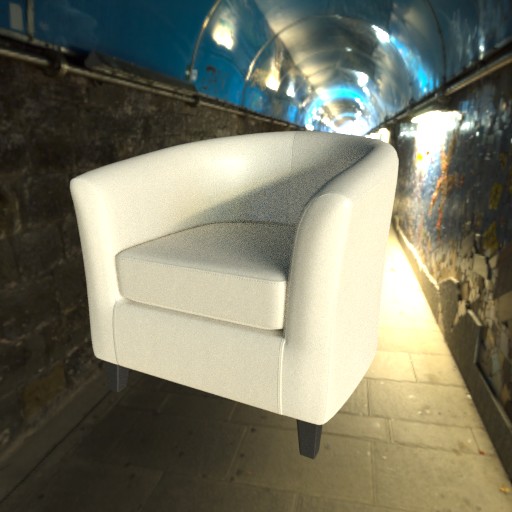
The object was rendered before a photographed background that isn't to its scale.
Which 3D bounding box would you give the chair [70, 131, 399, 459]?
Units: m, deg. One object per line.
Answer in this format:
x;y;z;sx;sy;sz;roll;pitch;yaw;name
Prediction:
0.000;0.000;1.376;0.792;0.756;0.727;8;17;27;chair
